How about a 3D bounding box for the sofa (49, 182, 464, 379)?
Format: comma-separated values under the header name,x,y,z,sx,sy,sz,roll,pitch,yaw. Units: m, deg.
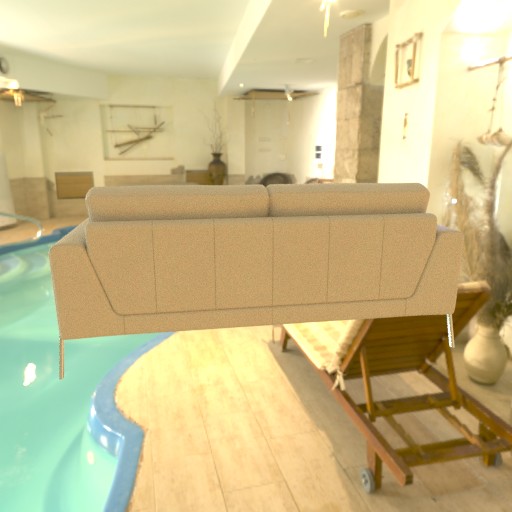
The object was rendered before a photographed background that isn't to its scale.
name,x,y,z,sx,sy,sz,roll,pitch,yaw
sofa,0.000,0.000,2.568,2.017,0.875,0.953,-2,14,-9
